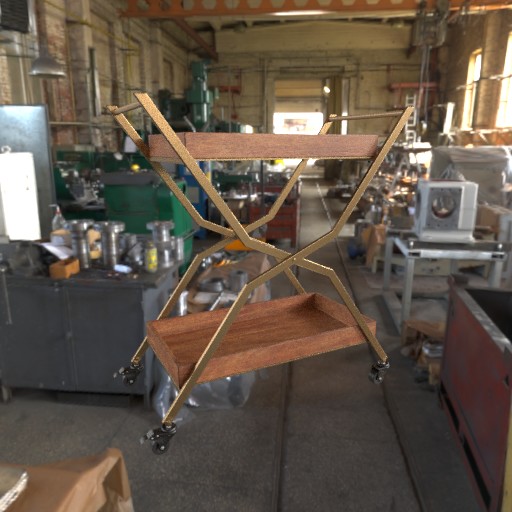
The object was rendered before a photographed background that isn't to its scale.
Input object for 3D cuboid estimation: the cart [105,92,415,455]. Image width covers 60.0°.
[{"bbox_3d":[0.000,0.000,1.352,0.836,0.869,0.405,-7,16,-26],"label":"cart"}]
